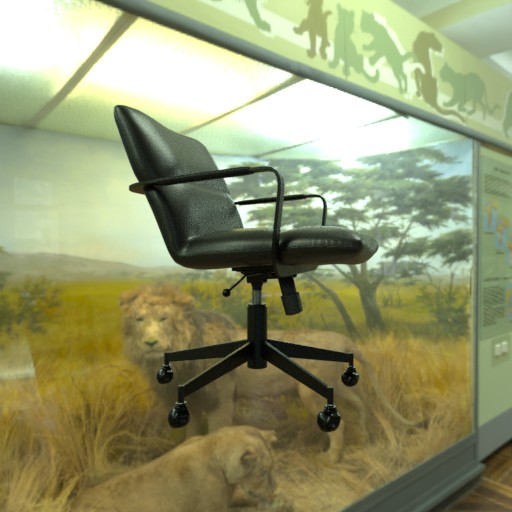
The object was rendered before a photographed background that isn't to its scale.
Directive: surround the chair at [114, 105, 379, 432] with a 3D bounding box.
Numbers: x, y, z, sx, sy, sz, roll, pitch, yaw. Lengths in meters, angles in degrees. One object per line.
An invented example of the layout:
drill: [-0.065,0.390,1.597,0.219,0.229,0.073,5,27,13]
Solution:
chair: [0.000,0.000,1.458,0.748,0.922,0.719,0,1,19]
